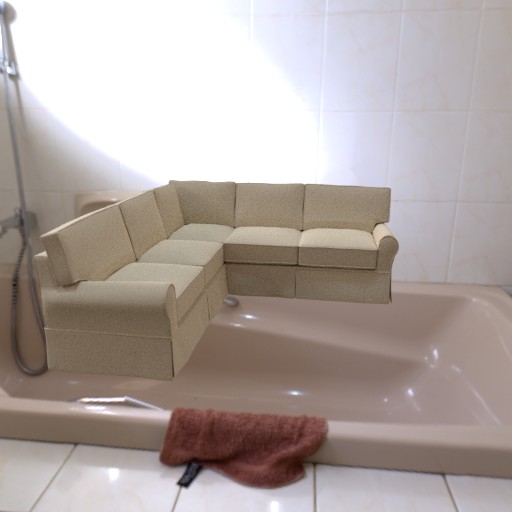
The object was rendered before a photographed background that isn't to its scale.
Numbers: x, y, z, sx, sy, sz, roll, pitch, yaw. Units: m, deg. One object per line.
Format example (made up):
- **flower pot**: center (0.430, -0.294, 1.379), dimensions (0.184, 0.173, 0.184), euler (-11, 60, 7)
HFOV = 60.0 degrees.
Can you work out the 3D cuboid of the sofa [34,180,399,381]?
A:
- **sofa**: center (0.000, 0.000, 3.995), dimensions (2.597, 1.070, 2.591), euler (3, 17, 9)
